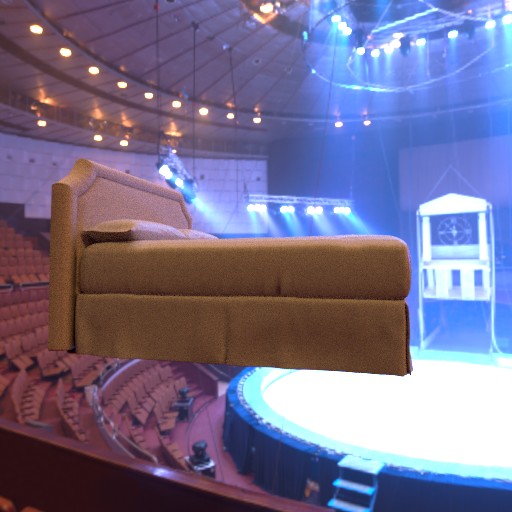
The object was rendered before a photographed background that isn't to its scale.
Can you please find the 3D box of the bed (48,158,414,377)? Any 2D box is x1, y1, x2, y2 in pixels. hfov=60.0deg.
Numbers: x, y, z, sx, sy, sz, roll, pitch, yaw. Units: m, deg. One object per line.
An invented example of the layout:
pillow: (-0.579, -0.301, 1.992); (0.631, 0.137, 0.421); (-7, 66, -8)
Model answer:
bed: (0.000, 0.000, 3.308); (2.164, 1.297, 1.828); (-1, -2, 18)
